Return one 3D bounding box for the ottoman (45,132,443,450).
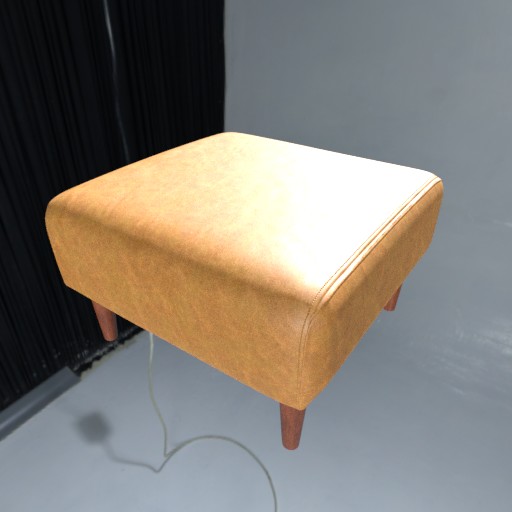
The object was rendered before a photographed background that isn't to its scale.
[{"bbox_3d":[0.000,0.000,1.041,0.650,0.399,0.650,20,37,29],"label":"ottoman"}]
